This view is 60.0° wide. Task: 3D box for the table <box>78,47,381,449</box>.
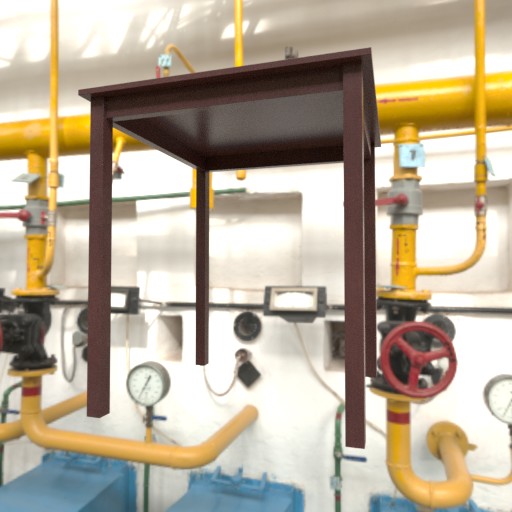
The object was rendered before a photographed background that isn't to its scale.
[{"bbox_3d":[0.000,0.000,1.610,0.861,0.991,0.861,-1,-2,17],"label":"table"}]
